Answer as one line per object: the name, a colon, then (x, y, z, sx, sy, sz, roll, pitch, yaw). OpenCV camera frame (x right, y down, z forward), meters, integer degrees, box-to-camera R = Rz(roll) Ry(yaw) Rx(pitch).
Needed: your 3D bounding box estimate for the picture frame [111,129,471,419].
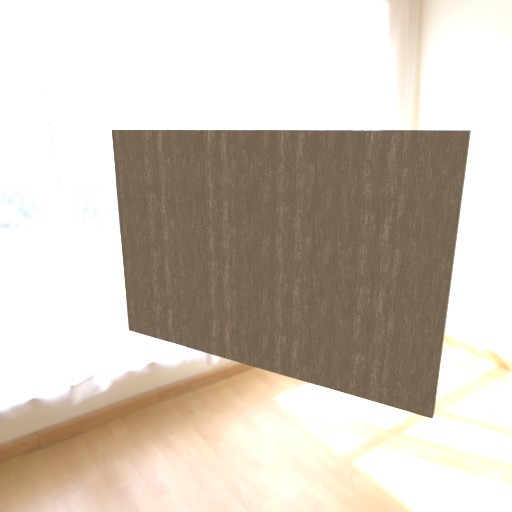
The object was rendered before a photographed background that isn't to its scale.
picture frame: (0.000, 0.000, 1.169, 0.950, 0.640, 0.029, 9, 18, 28)
